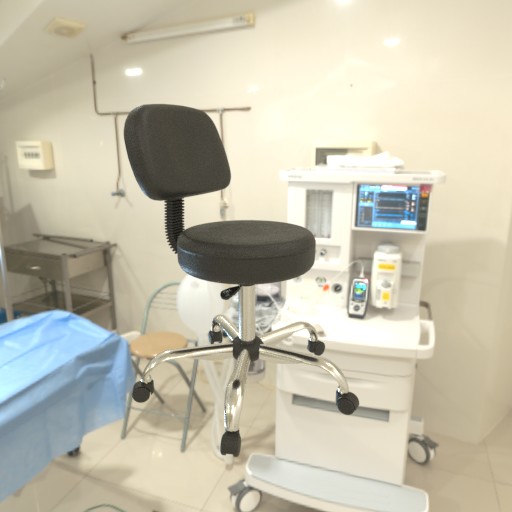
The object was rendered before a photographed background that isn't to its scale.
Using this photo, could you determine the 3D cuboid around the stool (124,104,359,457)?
[{"bbox_3d":[0.000,0.000,1.301,0.648,0.862,0.673,7,16,26],"label":"stool"}]
